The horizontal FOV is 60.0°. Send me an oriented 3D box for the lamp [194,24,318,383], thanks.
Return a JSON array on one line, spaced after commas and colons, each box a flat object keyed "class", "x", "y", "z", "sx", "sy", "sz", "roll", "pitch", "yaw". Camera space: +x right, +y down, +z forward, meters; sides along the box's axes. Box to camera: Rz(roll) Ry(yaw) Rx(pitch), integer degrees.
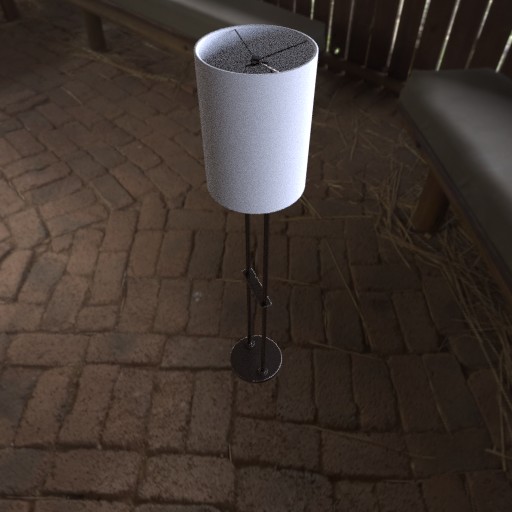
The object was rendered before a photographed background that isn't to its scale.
[{"class": "lamp", "x": 0.000, "y": 0.000, "z": 1.637, "sx": 0.305, "sy": 1.500, "sz": 0.306, "roll": -17, "pitch": 49, "yaw": -15}]
